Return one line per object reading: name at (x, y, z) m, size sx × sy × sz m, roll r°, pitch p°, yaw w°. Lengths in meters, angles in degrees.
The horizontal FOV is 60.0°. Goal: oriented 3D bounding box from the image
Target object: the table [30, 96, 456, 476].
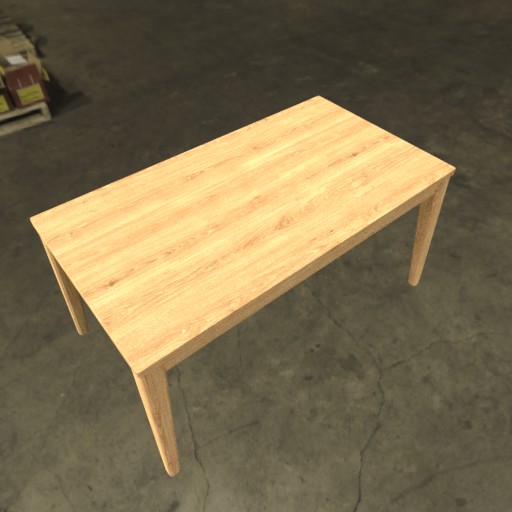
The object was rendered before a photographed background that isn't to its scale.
table at (0.000, 0.000, 2.069) m, size 1.600 × 0.760 × 0.900 m, roll -31°, pitch 54°, yaw -26°
